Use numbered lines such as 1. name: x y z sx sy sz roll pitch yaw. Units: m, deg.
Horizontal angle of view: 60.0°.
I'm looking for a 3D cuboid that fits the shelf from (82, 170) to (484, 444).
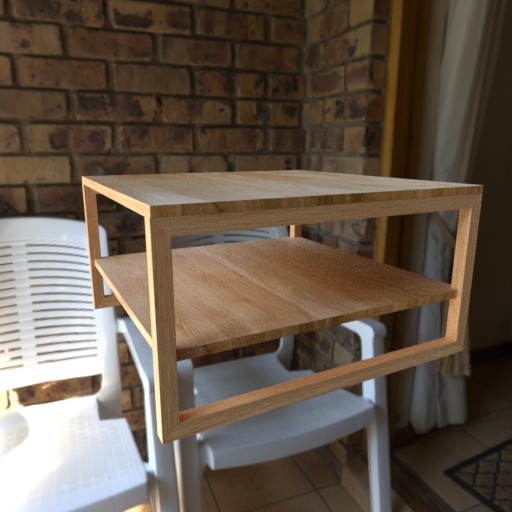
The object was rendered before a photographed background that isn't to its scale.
1. shelf: 0.000 0.000 1.420 0.899 0.480 0.899 -7 16 -27
